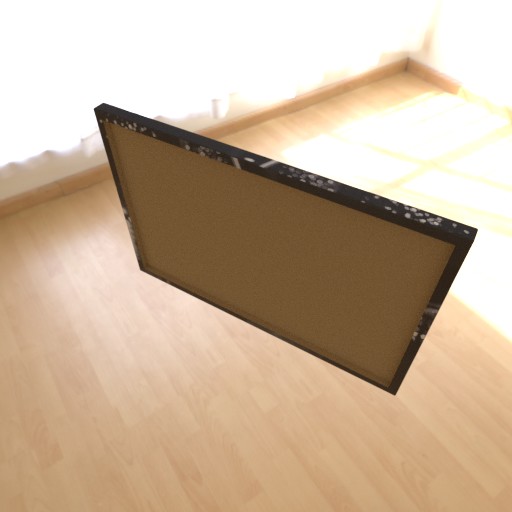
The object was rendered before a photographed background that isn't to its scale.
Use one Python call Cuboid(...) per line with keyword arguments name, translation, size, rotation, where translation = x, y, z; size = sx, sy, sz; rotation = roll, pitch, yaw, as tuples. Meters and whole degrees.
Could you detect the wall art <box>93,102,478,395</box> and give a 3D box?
Cuboid(name="wall art", translation=(0.000, 0.000, 1.172), size=(0.914, 0.609, 0.038), rotation=(23, 51, 20))
